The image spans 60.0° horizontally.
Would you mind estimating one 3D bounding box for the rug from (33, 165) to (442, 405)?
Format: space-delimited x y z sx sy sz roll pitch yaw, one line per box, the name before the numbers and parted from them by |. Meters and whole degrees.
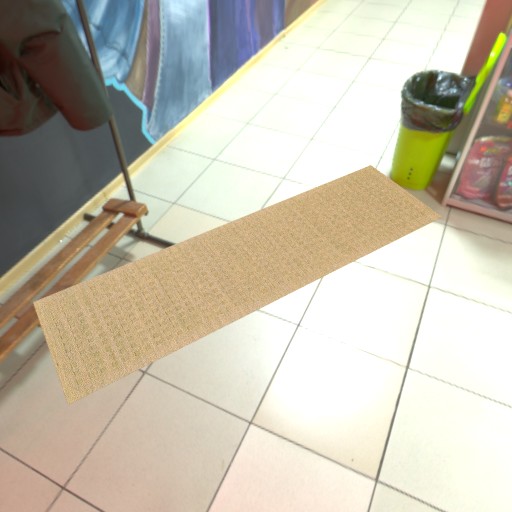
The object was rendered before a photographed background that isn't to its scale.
rug | 0.000 0.000 2.661 2.437 0.006 0.686 -24 51 -21
